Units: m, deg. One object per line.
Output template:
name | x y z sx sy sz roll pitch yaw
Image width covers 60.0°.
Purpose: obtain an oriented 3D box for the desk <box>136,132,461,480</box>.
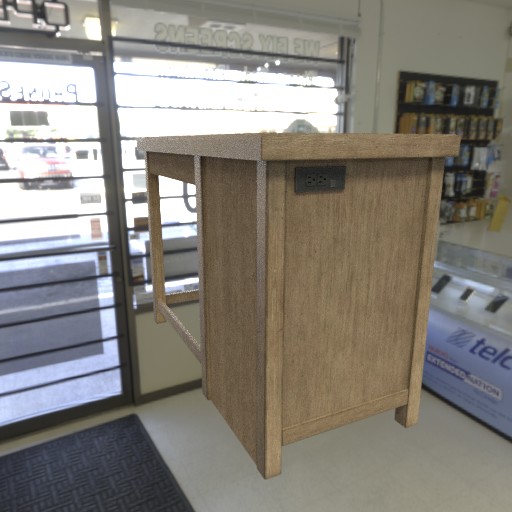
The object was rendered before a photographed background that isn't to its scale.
desk | 0.000 0.000 1.746 0.610 0.912 1.289 -7 16 -25
